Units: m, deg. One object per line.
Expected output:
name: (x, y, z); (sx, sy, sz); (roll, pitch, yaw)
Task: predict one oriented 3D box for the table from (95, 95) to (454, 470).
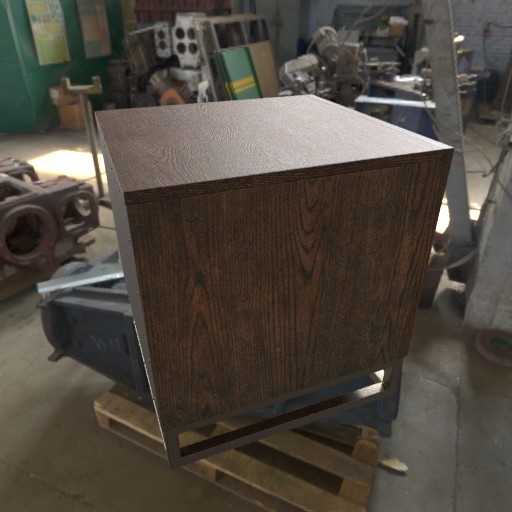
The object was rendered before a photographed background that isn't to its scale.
table: (0.000, 0.000, 1.006); (0.566, 0.582, 0.506); (-11, 32, -18)
